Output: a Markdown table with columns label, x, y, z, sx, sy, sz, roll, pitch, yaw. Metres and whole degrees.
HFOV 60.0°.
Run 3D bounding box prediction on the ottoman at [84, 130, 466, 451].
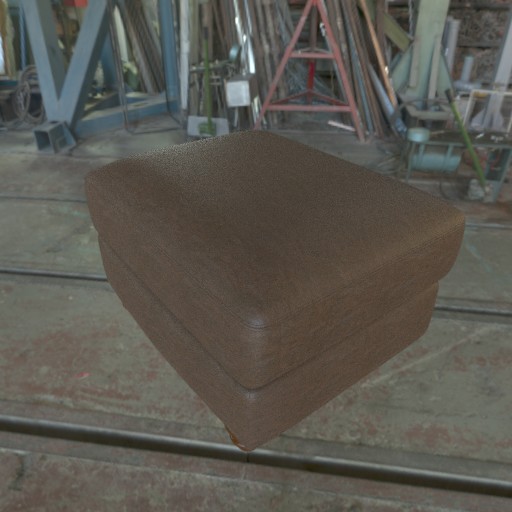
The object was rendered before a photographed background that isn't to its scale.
| label | x | y | z | sx | sy | sz | roll | pitch | yaw |
| --- | --- | --- | --- | --- | --- | --- | --- | --- | --- |
| ottoman | 0.000 | 0.000 | 1.167 | 0.635 | 0.508 | 0.787 | -22 | 39 | -31 |
